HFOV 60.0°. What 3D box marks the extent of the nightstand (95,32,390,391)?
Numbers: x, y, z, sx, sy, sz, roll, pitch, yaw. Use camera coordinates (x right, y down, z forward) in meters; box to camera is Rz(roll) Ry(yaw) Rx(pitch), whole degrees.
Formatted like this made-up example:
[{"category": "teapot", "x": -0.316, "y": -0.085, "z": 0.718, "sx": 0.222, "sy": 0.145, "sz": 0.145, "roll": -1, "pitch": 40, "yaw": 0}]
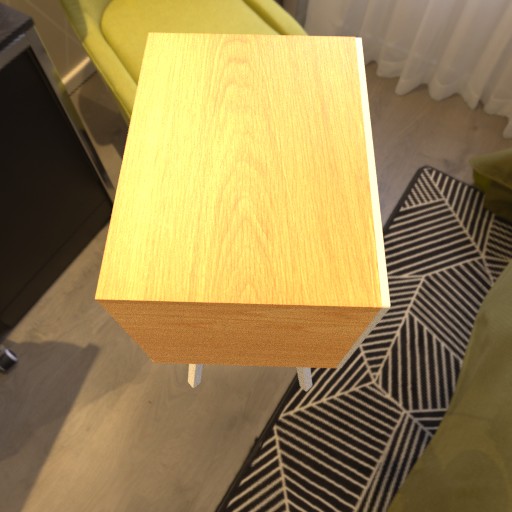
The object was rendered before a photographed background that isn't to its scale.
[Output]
[{"category": "nightstand", "x": 0.000, "y": 0.000, "z": 0.807, "sx": 0.316, "sy": 0.601, "sz": 0.400, "roll": 2, "pitch": 64, "yaw": 1}]
